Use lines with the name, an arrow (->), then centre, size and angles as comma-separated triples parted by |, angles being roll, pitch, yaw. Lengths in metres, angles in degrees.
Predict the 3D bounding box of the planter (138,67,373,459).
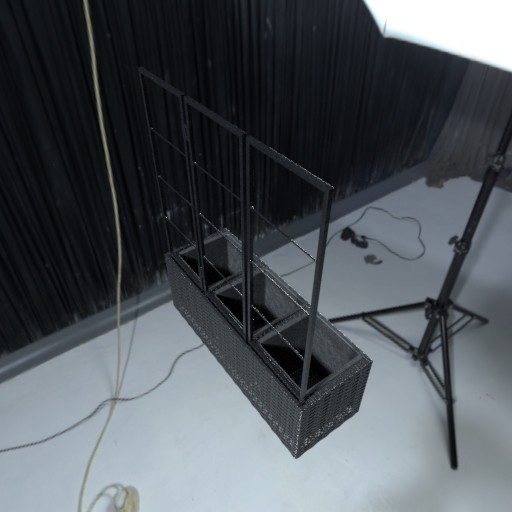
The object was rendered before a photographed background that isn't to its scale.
planter -> 0.000, 0.000, 1.182 | 0.244, 0.841, 0.698 | -25, 47, -26
